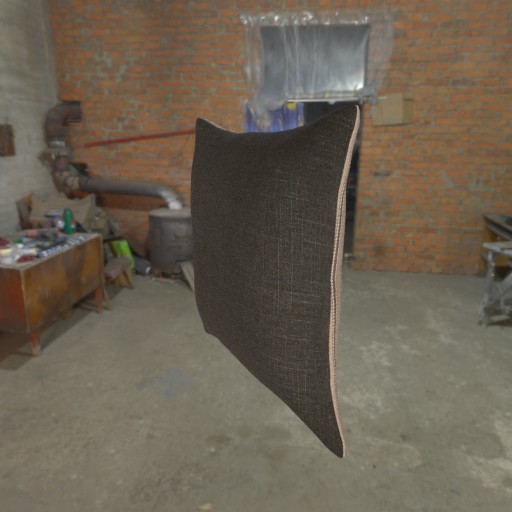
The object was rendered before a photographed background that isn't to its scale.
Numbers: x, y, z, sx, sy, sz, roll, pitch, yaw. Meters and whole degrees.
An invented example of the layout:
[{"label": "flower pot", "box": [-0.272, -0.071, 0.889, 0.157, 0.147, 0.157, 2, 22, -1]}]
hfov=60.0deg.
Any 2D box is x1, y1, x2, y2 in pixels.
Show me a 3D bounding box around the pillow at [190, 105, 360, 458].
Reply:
[{"label": "pillow", "box": [0.000, 0.000, 0.713, 0.138, 0.444, 0.468, -8, 17, -27]}]
